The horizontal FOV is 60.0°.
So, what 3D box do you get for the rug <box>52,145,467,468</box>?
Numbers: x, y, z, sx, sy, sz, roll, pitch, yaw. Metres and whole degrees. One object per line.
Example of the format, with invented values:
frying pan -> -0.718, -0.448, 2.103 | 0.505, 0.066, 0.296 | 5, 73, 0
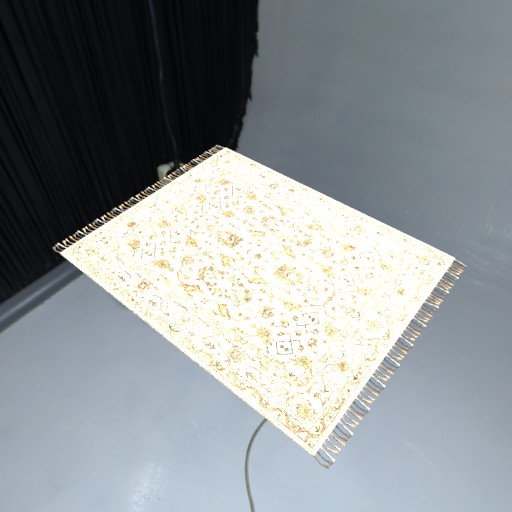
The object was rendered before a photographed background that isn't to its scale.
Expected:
rug -> 0.000, 0.000, 2.279 | 1.726, 0.009, 1.278 | 31, 54, 26
